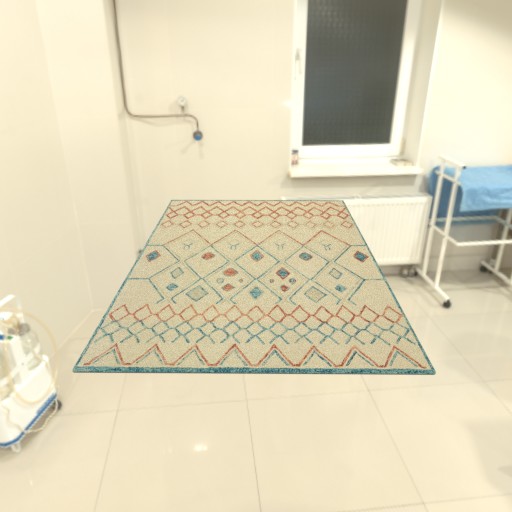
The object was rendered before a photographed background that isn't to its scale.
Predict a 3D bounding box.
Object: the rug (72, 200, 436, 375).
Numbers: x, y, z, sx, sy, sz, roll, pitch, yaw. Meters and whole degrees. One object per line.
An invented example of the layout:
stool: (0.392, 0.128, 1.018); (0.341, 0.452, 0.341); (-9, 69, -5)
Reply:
rug: (0.000, 0.000, 2.308); (1.219, 0.016, 1.829); (0, 25, 0)
